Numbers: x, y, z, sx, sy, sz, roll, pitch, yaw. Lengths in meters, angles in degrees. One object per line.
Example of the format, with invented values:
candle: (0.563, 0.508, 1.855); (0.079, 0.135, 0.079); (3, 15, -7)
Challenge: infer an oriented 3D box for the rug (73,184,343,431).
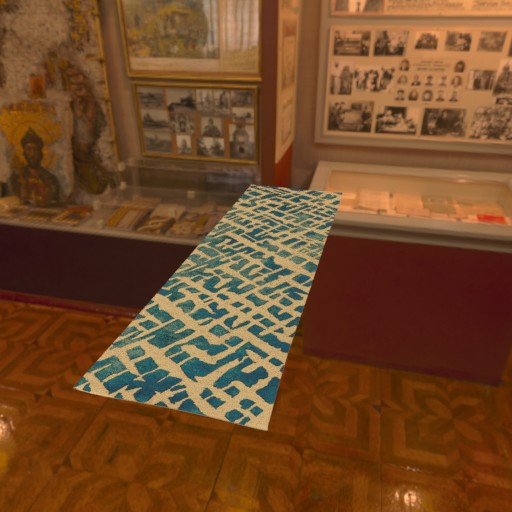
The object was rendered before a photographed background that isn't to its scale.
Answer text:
rug: (0.000, 0.000, 2.639); (0.768, 0.011, 2.446); (8, 29, 14)
